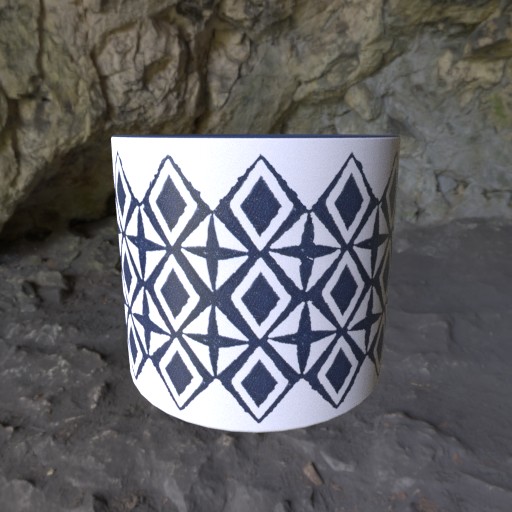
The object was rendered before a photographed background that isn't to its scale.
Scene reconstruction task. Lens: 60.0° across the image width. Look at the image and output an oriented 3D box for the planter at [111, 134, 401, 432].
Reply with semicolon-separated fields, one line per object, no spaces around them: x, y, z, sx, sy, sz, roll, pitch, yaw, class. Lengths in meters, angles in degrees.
0.000;0.000;0.312;0.182;0.165;0.182;0;16;0;planter
